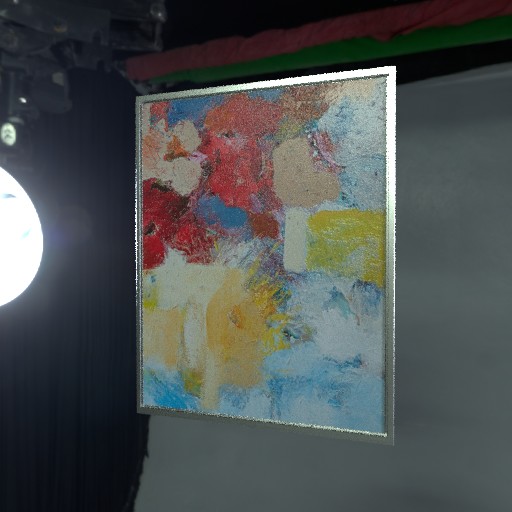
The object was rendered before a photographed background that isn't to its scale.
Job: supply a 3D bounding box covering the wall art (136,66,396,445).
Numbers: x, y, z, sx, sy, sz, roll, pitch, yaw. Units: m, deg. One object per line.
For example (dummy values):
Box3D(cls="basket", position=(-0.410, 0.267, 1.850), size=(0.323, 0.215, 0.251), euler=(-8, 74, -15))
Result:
Box3D(cls="wall art", position=(0.000, 0.000, 0.743), size=(0.444, 0.569, 0.025), euler=(0, 1, 17))
